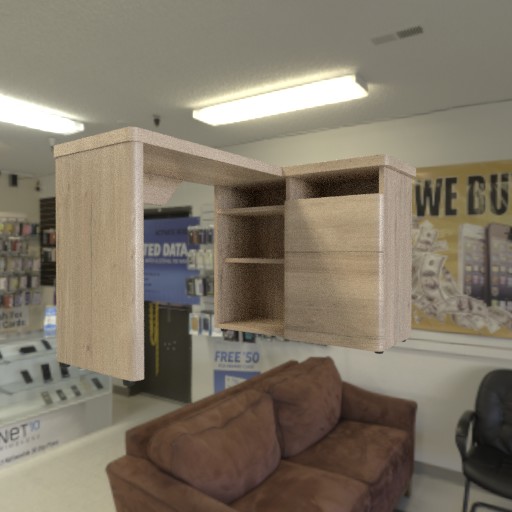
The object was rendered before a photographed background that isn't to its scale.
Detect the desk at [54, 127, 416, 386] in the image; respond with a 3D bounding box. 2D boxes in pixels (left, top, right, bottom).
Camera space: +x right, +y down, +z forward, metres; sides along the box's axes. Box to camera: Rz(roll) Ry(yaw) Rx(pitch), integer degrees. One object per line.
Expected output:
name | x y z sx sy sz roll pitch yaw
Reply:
desk | 0.000 0.000 1.740 0.900 0.760 1.169 1 1 36
